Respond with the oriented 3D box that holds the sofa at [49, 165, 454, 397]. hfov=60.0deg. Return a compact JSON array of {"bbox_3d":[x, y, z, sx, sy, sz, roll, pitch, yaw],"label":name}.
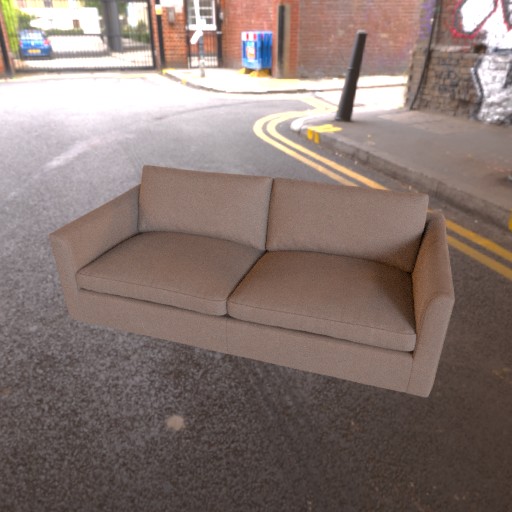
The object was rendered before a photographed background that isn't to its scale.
[{"bbox_3d":[0.000,0.000,2.846,2.588,0.838,1.090,9,28,17],"label":"sofa"}]
